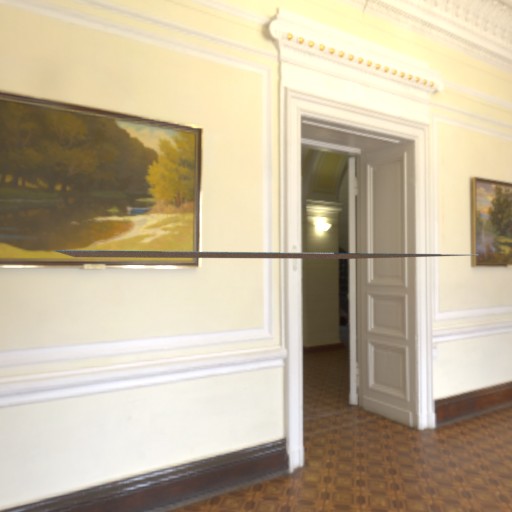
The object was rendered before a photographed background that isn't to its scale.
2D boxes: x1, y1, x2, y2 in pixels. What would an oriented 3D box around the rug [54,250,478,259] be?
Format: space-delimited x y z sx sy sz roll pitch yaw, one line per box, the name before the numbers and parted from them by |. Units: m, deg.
rug | 0.000 0.000 3.081 2.420 0.005 1.528 0 -1 -19
